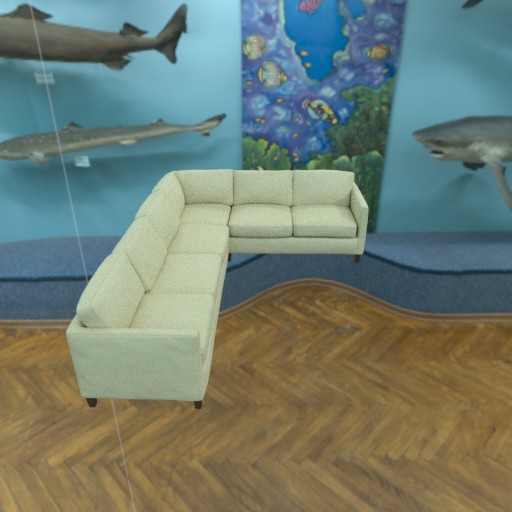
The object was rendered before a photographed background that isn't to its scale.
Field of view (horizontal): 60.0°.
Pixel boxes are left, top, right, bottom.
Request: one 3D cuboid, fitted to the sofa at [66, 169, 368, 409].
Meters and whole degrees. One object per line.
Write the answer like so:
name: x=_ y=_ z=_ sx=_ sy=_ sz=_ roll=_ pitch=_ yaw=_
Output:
sofa: x=0.000 y=0.000 z=4.516 sx=2.593 sy=0.947 sz=3.302 roll=1 pitch=28 yaw=1
